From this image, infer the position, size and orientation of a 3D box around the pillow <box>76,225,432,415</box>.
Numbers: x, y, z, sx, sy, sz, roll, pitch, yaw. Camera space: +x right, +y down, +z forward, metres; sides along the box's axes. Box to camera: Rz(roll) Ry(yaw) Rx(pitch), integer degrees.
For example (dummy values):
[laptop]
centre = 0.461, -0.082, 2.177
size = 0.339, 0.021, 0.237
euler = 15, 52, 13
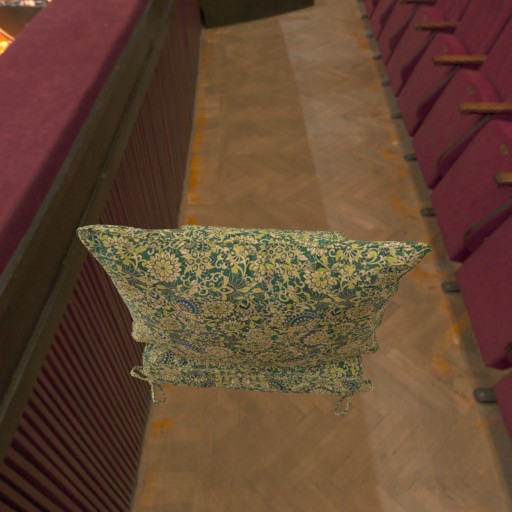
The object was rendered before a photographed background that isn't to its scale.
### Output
[pillow]
centre = 0.000, 0.000, 1.393
size = 0.798, 0.722, 0.740
euler = 3, 46, 3
